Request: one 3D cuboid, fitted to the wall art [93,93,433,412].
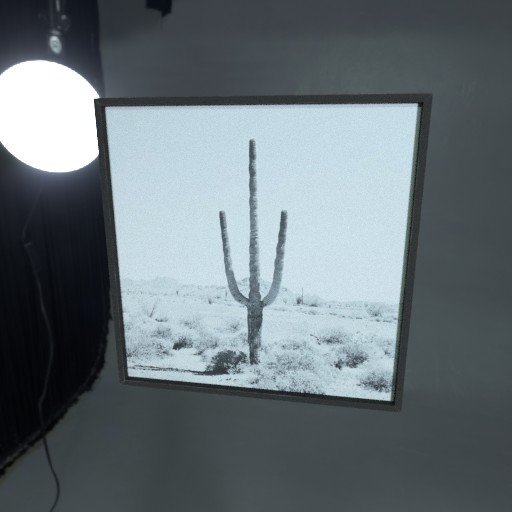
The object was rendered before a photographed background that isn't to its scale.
[{"bbox_3d":[0.000,0.000,0.451,0.305,0.305,0.038,3,16,9],"label":"wall art"}]
